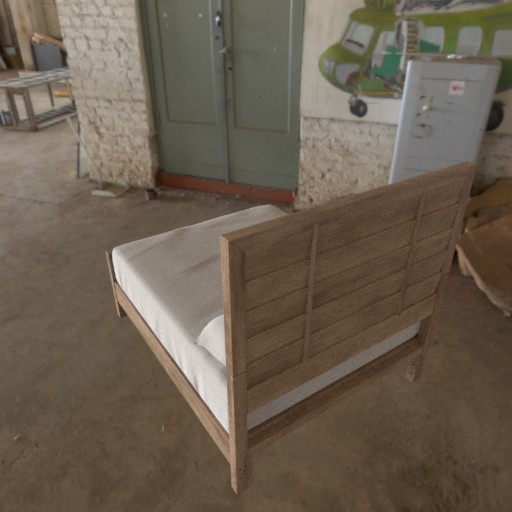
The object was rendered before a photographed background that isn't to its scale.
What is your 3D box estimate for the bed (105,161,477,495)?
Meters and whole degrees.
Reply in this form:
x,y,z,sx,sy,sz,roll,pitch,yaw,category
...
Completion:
x,y,z,sx,sy,sz,roll,pitch,yaw,category
0.000,0.000,3.202,1.615,1.631,2.017,-19,35,-29,bed
